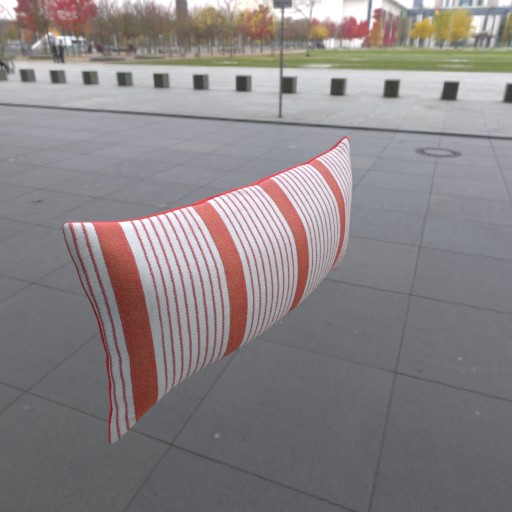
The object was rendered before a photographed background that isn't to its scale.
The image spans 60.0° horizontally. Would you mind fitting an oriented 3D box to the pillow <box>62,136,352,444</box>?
[{"bbox_3d":[0.000,0.000,0.709,0.151,0.297,0.608,18,31,33],"label":"pillow"}]
